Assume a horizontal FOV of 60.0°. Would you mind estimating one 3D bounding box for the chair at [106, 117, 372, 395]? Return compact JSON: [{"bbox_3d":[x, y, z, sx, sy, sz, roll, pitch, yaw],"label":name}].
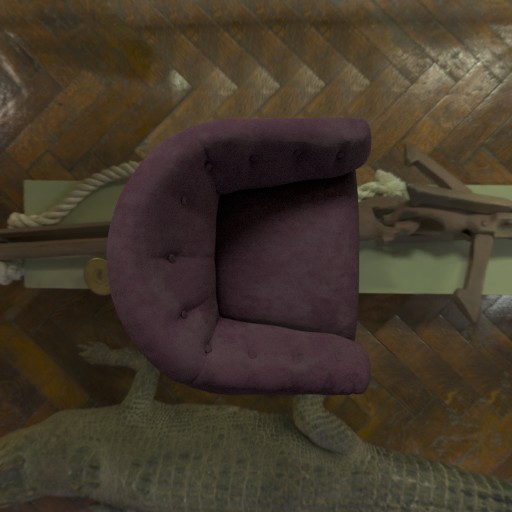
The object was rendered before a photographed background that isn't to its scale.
[{"bbox_3d":[0.000,0.000,1.532,0.776,0.885,0.851,0,91,0],"label":"chair"}]
